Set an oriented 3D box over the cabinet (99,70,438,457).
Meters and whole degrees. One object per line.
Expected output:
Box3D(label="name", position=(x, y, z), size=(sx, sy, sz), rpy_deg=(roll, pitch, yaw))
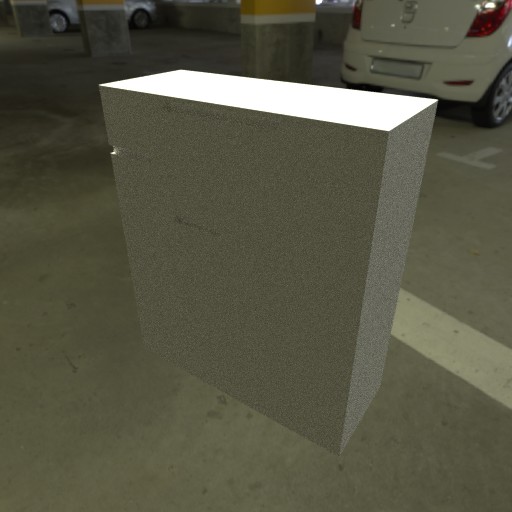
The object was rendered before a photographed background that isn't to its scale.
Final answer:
Box3D(label="cabinet", position=(0.000, 0.000, 1.685), size=(1.000, 1.190, 0.400), rpy_deg=(19, 36, 29))
